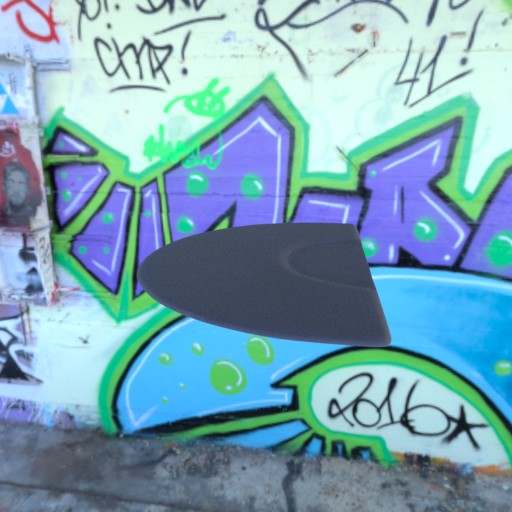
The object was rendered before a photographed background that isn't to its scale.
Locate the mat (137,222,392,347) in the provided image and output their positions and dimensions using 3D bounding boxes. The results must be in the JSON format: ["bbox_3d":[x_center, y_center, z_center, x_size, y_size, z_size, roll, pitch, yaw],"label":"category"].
[{"bbox_3d":[0.000,0.000,1.865,0.917,0.016,1.525,2,16,8],"label":"mat"}]
